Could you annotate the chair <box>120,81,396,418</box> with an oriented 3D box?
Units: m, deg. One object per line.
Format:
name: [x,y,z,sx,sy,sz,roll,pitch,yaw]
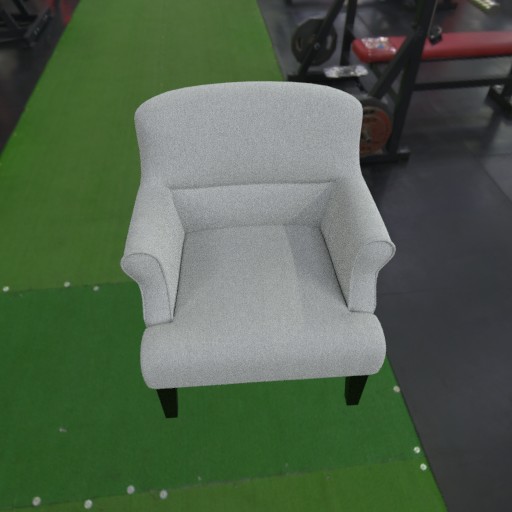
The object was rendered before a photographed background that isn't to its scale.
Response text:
chair: [0.000,0.000,1.483,0.781,0.875,0.750,-3,46,-3]
